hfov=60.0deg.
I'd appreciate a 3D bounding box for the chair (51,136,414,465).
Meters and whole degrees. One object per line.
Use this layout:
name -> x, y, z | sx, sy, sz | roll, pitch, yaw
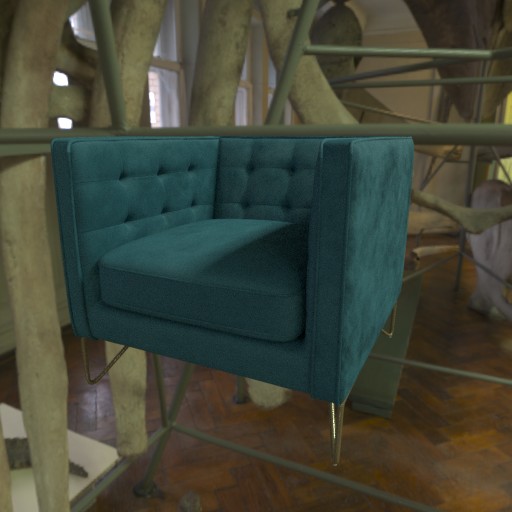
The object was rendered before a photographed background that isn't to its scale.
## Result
chair -> 0.000, 0.000, 1.509 | 0.880, 0.790, 0.894 | 7, 17, 25
